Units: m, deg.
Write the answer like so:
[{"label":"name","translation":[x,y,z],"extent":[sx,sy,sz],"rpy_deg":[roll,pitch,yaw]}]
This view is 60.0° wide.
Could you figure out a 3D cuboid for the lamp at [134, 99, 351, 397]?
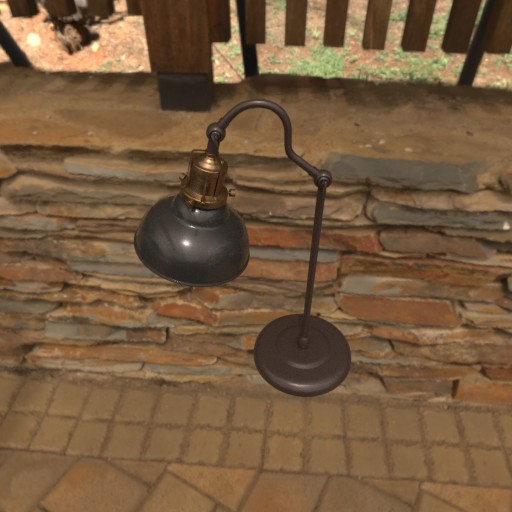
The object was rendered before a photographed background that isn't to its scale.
[{"label":"lamp","translation":[0.000,0.000,0.713],"extent":[0.374,0.508,0.192],"rpy_deg":[0,40,0]}]
